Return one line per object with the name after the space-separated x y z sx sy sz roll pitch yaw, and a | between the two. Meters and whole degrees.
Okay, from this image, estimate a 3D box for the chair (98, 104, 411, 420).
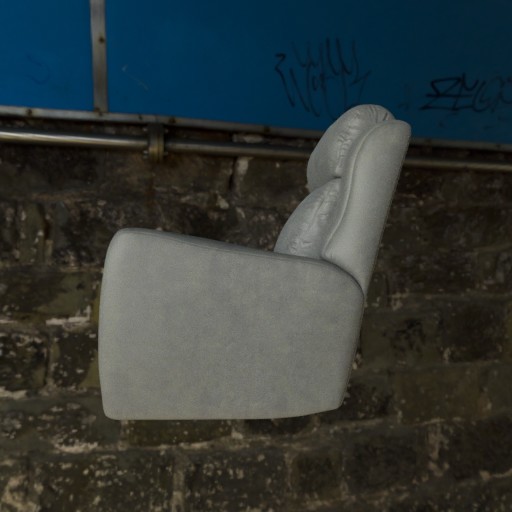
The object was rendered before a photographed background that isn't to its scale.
0.000 0.000 1.912 1.068 1.116 0.965 0 0 0 | chair
